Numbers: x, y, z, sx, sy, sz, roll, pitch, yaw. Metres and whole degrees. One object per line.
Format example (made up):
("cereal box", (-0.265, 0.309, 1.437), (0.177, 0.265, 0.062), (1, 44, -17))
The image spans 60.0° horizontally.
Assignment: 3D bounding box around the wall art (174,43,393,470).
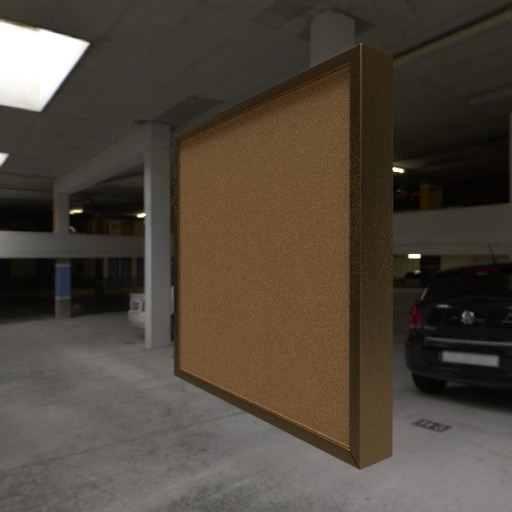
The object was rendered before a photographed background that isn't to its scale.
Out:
("wall art", (0.000, 0.000, 0.449), (0.037, 0.305, 0.305), (0, 0, -36))
